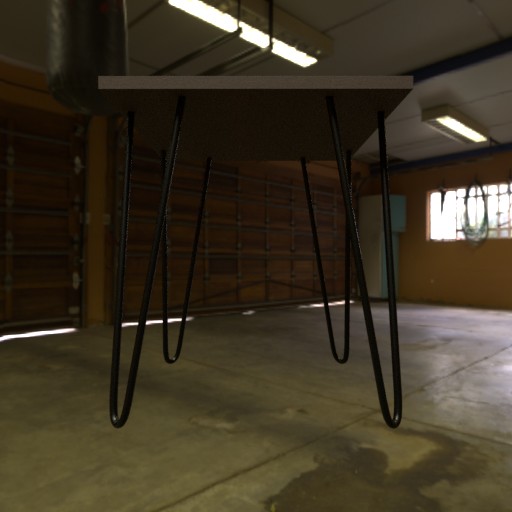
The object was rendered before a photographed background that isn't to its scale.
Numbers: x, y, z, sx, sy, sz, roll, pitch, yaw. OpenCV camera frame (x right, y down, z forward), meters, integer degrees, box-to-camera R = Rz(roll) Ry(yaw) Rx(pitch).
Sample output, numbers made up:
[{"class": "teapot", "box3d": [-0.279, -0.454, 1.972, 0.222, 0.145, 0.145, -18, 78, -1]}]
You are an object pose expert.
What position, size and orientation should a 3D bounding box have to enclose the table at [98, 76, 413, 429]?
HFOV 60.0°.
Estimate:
[{"class": "table", "box3d": [0.000, 0.000, 0.940, 0.495, 0.559, 0.495, 0, -1, 0]}]
